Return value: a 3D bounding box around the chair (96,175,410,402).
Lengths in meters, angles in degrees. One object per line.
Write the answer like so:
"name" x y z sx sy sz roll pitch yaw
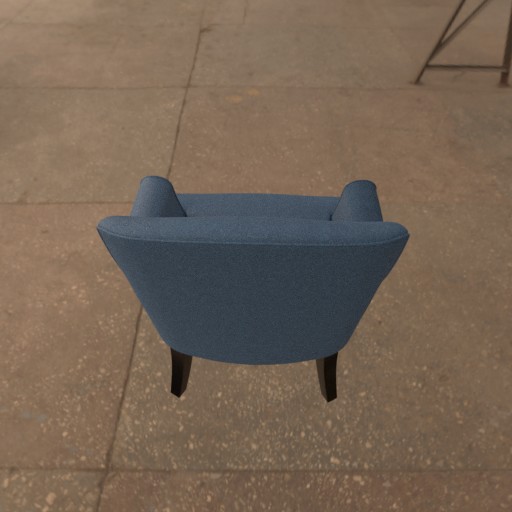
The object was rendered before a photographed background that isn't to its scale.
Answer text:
"chair" 0.000 0.000 1.452 0.770 0.878 0.754 1 46 1
